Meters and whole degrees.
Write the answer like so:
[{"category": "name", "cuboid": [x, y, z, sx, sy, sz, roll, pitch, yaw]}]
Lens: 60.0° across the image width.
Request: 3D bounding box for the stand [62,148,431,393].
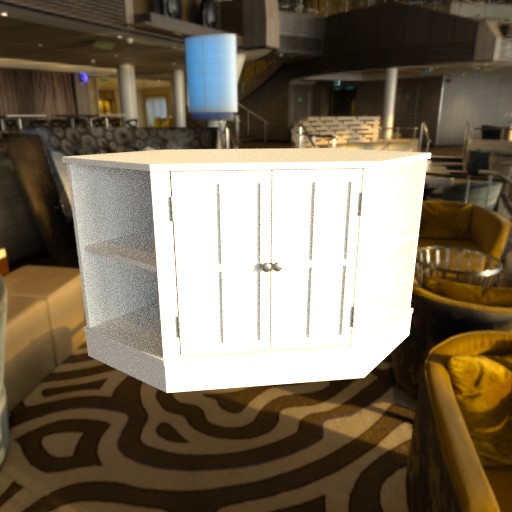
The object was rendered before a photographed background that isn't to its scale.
[{"category": "stand", "cuboid": [0.000, 0.000, 1.371, 1.072, 0.614, 0.477, -2, 18, -7]}]
